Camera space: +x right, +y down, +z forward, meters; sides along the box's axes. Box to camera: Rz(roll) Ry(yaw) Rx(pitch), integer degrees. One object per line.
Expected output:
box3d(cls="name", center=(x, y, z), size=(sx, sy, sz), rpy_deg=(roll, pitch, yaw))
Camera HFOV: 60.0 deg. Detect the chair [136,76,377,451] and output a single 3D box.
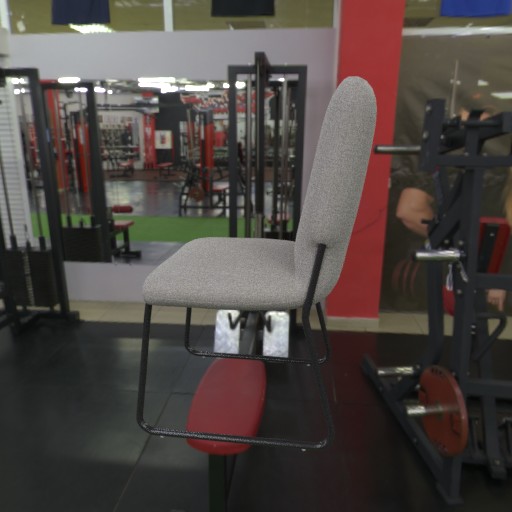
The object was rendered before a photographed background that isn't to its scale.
box3d(cls="chair", center=(0.000, 0.000, 1.198), size=(0.560, 0.864, 0.448), rpy_deg=(2, 16, 8))
